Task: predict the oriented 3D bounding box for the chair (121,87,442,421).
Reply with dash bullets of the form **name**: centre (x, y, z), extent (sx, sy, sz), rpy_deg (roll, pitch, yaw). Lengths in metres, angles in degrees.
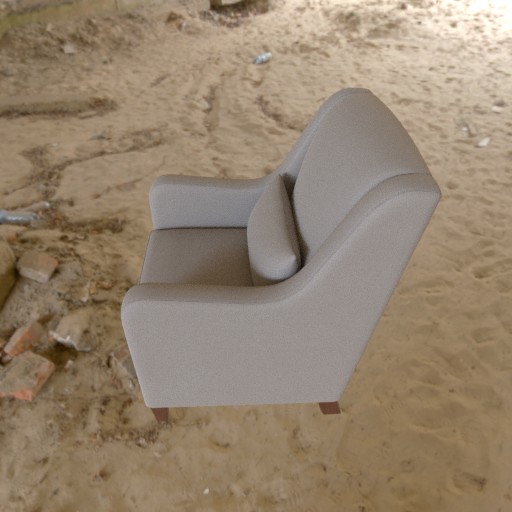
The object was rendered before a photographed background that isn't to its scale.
- **chair**: centre (0.000, 0.000, 1.600), extent (0.863, 1.010, 0.715), rpy_deg (-2, 40, -2)
